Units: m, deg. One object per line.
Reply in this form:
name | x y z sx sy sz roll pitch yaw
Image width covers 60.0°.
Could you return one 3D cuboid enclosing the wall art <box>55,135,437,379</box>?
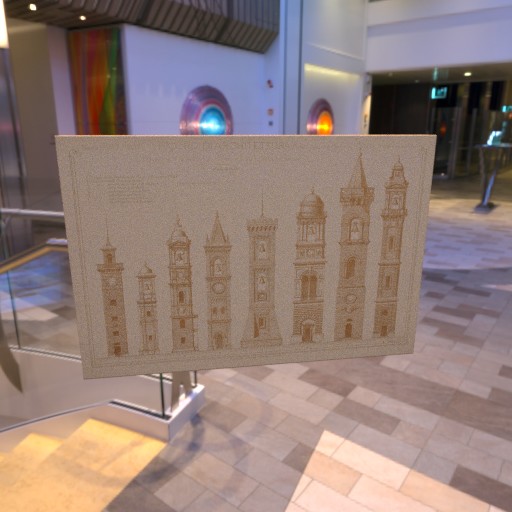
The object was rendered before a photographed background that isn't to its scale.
wall art | 0.000 0.000 0.775 0.609 0.407 0.039 -2 16 -8
